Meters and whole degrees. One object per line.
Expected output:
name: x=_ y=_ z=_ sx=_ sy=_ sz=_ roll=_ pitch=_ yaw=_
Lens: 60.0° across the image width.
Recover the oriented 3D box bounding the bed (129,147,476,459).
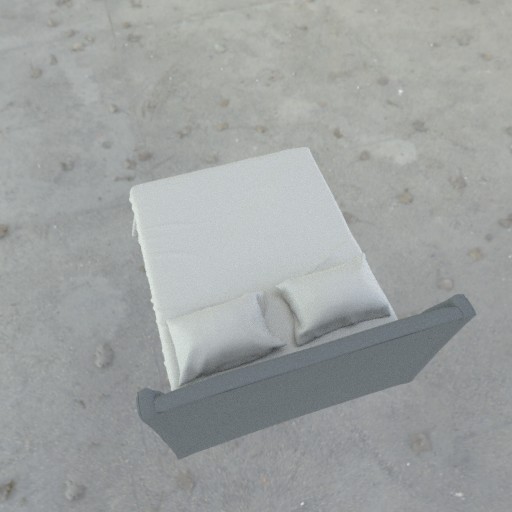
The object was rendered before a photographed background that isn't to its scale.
bed: x=0.000 y=0.000 z=3.438 sx=1.925 sy=1.332 sz=2.276 roll=-15 pitch=59 yaw=-9
